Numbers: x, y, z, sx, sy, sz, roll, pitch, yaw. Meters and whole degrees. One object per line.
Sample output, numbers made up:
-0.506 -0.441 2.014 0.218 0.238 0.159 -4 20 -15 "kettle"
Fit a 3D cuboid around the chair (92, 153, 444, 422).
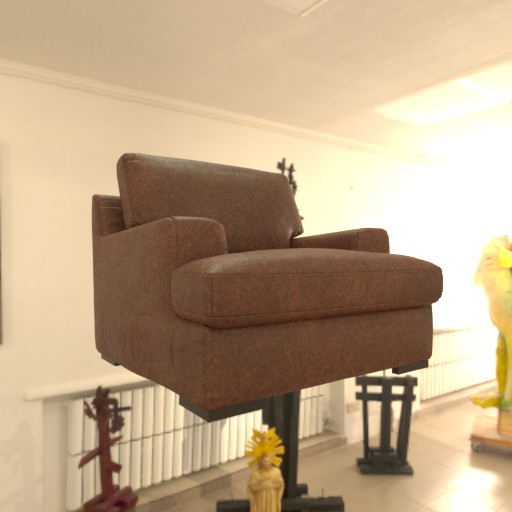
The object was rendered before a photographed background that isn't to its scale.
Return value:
0.000 0.000 1.966 1.168 0.939 1.143 0 0 -36 "chair"
